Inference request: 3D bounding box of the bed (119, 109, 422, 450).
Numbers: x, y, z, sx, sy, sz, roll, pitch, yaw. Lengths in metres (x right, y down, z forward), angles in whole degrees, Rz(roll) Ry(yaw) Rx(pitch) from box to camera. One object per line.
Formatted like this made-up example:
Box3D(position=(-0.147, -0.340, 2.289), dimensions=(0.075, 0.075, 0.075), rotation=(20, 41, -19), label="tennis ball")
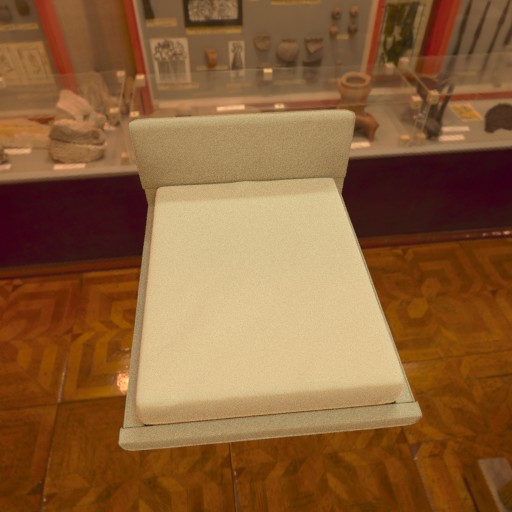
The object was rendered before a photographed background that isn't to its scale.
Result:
Box3D(position=(0.000, 0.000, 3.476), dimensions=(1.980, 1.126, 2.498), rotation=(-4, 47, -4), label="bed")
